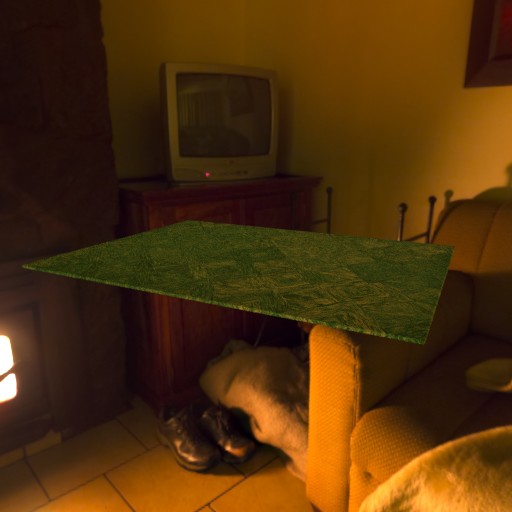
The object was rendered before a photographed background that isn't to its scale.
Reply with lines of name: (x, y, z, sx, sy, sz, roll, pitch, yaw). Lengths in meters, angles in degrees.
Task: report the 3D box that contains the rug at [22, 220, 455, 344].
rug: (0.000, 0.000, 4.075, 3.217, 0.027, 2.405, 7, 16, 26)
